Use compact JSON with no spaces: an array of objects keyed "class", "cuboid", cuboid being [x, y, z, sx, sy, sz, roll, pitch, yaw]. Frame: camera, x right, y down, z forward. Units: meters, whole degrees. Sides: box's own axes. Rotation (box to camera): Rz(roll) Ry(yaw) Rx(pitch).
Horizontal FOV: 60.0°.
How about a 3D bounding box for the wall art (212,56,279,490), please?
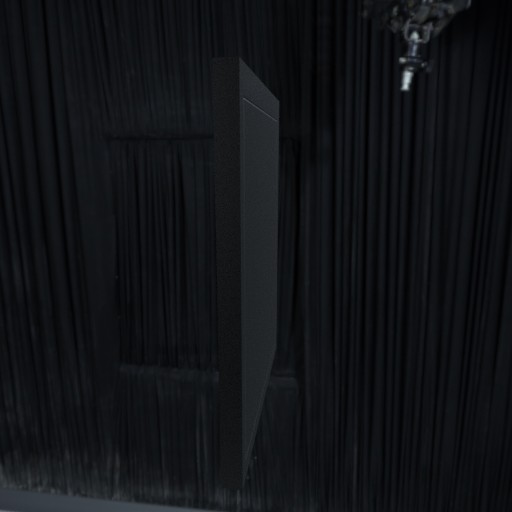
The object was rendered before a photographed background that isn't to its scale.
[{"class":"wall art","cuboid":[0.000,0.000,0.774,0.031,0.558,0.461,2,14,8]}]
